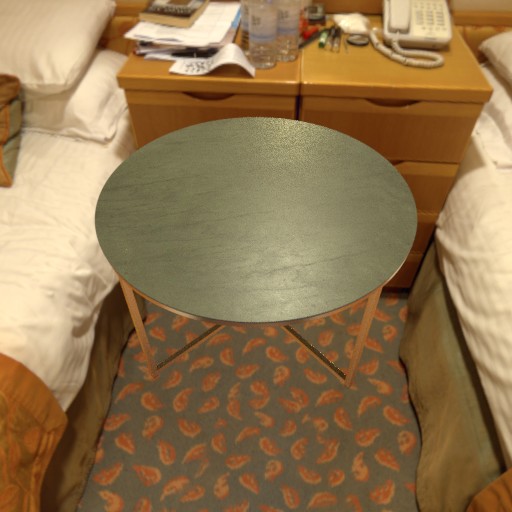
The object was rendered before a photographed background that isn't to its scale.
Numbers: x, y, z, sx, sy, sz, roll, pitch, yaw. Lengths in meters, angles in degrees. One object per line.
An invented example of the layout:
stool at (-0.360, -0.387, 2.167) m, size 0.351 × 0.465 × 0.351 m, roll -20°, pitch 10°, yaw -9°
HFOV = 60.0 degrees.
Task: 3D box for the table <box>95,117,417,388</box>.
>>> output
table at (0.000, 0.000, 1.295) m, size 0.800 × 0.450 × 0.800 m, roll 0°, pitch 45°, yaw 0°
